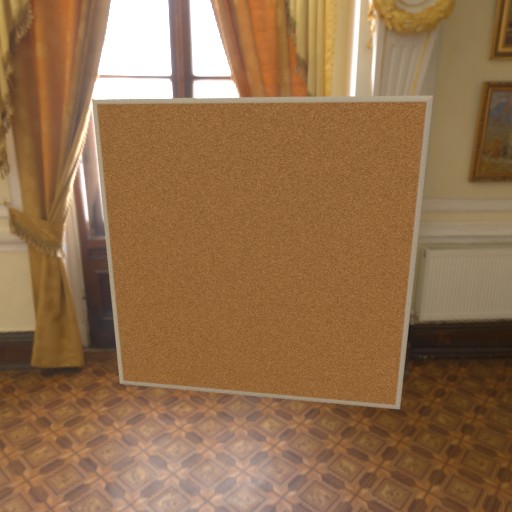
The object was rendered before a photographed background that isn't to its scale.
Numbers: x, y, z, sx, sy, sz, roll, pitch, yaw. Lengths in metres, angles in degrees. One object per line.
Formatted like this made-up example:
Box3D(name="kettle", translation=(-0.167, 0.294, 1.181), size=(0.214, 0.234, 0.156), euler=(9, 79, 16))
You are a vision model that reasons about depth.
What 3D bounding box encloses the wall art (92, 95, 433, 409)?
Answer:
Box3D(name="wall art", translation=(0.000, 0.000, 0.454), size=(0.305, 0.304, 0.038), euler=(3, 17, 9))
